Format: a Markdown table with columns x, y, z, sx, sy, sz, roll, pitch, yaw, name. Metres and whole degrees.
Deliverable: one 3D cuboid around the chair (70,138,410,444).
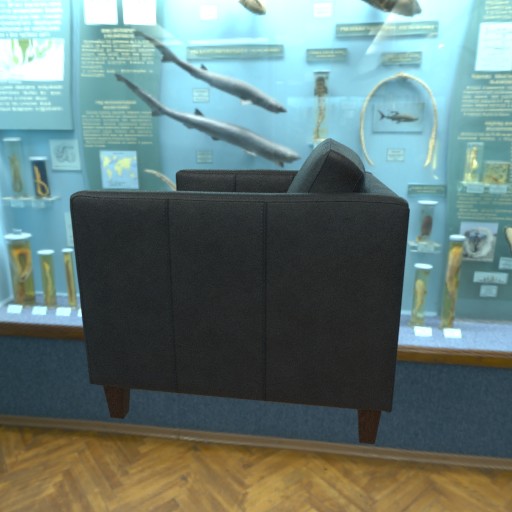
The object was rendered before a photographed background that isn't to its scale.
| x | y | z | sx | sy | sz | roll | pitch | yaw | name |
| --- | --- | --- | --- | --- | --- | --- | --- | --- | --- |
| 0.000 | 0.000 | 1.574 | 0.862 | 0.811 | 0.939 | 2 | 15 | 9 | chair |
